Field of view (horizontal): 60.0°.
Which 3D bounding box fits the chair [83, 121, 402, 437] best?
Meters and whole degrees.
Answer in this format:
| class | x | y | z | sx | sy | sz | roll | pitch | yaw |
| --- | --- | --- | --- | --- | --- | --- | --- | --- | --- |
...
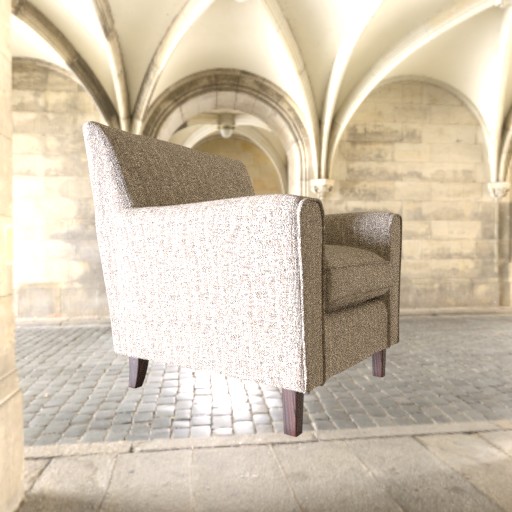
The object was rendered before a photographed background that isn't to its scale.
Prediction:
| class | x | y | z | sx | sy | sz | roll | pitch | yaw |
| --- | --- | --- | --- | --- | --- | --- | --- | --- | --- |
| chair | 0.000 | 0.000 | 1.634 | 0.873 | 0.928 | 0.864 | 1 | 1 | 35 |
